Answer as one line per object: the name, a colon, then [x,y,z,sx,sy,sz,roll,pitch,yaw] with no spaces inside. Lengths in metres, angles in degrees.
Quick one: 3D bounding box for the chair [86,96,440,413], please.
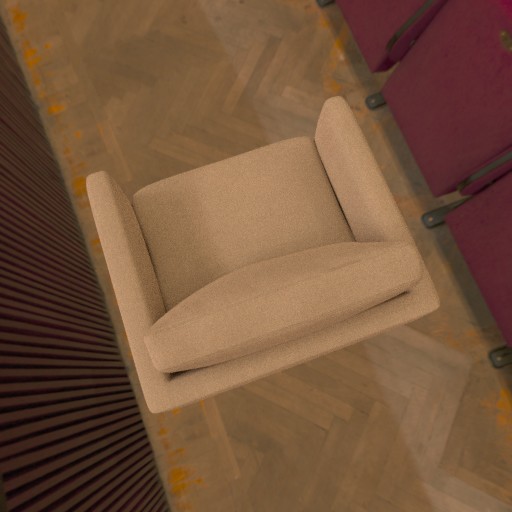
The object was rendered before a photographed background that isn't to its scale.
chair: [0.000,0.000,1.890,1.107,0.961,0.959,-19,76,-5]
